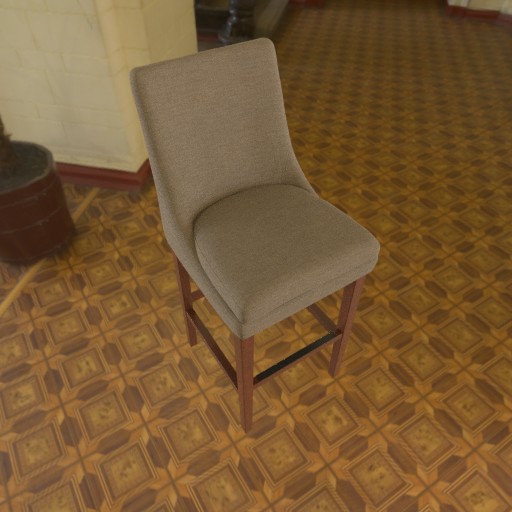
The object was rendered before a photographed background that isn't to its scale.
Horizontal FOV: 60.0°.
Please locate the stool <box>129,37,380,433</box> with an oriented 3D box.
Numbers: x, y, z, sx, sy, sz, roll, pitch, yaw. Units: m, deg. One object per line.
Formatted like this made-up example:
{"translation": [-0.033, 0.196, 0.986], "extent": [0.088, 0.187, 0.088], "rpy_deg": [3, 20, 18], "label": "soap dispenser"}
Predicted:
{"translation": [0.000, 0.000, 1.381], "extent": [0.470, 1.078, 0.577], "rpy_deg": [-25, 50, -23], "label": "stool"}
